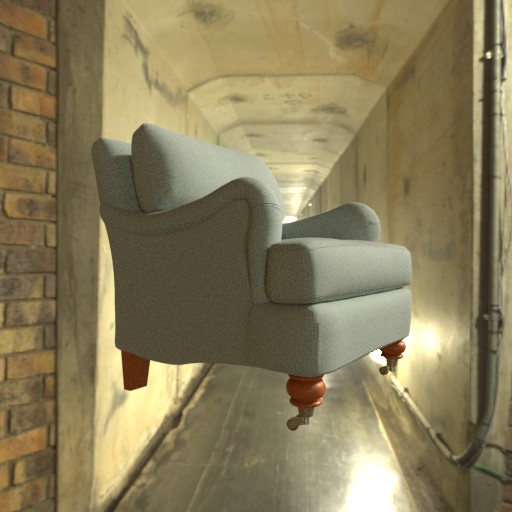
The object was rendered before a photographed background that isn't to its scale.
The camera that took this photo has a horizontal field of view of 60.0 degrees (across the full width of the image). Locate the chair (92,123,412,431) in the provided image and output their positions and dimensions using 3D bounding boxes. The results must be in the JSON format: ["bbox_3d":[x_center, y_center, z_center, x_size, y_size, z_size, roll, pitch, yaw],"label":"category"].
[{"bbox_3d":[0.000,0.000,1.861,1.070,1.038,0.955,0,0,36],"label":"chair"}]
